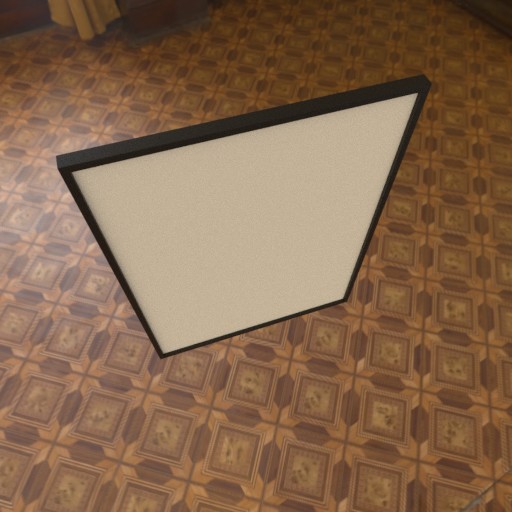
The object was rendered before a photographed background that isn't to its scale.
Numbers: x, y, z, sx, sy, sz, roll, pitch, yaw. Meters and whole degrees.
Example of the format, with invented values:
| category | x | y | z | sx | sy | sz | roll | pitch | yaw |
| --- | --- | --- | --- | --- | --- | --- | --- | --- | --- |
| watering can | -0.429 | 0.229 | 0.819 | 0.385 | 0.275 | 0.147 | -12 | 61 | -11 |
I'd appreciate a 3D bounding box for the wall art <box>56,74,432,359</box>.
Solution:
| category | x | y | z | sx | sy | sz | roll | pitch | yaw |
| --- | --- | --- | --- | --- | --- | --- | --- | --- | --- |
| wall art | 0.000 | 0.000 | 1.365 | 0.802 | 1.070 | 0.036 | -16 | 59 | -10 |
